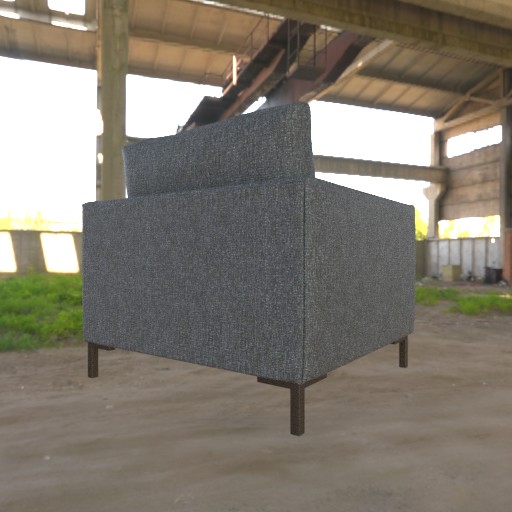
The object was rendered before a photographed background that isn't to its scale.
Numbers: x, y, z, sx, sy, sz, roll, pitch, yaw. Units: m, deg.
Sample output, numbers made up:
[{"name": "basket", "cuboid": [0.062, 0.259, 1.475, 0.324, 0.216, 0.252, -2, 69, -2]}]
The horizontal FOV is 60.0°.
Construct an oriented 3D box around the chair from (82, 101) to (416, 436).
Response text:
[{"name": "chair", "cuboid": [0.000, 0.000, 1.656, 0.963, 0.861, 0.866, 0, 0, 36]}]
